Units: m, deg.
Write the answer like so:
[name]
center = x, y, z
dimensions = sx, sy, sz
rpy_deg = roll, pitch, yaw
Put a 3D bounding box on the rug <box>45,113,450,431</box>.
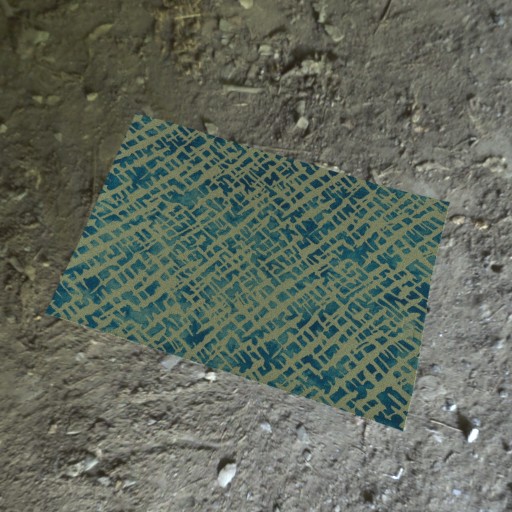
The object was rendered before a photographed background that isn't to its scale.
[rug]
center = 0.000, 0.000, 2.300
dimensions = 1.830, 0.011, 1.209
rpy_deg = 17, 74, 5
